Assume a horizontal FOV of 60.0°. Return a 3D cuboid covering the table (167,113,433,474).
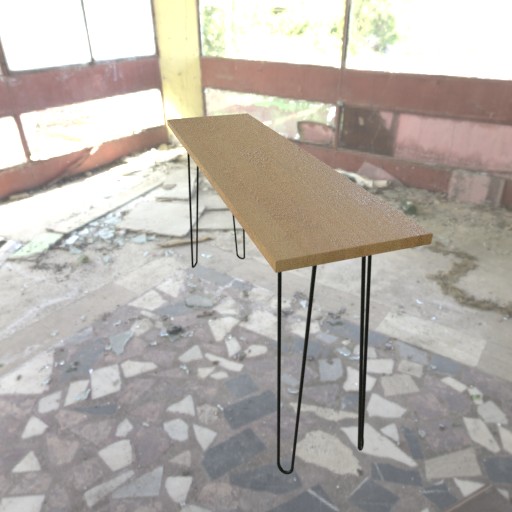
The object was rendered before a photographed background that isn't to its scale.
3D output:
[{"bbox_3d":[0.000,0.000,1.759,0.399,0.799,1.400,-10,31,-17],"label":"table"}]
